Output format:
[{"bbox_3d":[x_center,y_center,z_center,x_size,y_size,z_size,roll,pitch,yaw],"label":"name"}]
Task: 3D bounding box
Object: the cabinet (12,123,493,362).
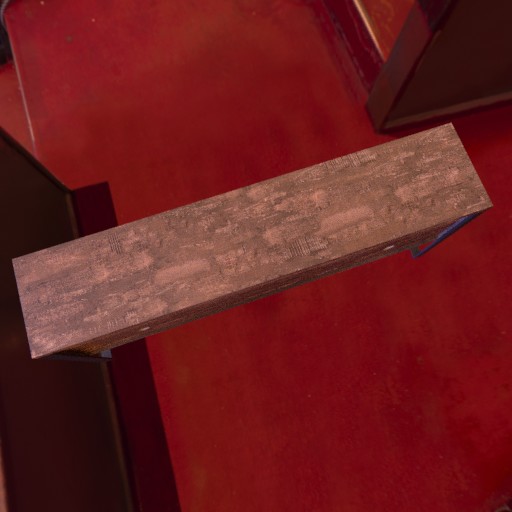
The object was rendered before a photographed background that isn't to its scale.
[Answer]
[{"bbox_3d":[0.000,0.000,2.053,1.800,0.762,0.395,-18,76,-5],"label":"cabinet"}]
